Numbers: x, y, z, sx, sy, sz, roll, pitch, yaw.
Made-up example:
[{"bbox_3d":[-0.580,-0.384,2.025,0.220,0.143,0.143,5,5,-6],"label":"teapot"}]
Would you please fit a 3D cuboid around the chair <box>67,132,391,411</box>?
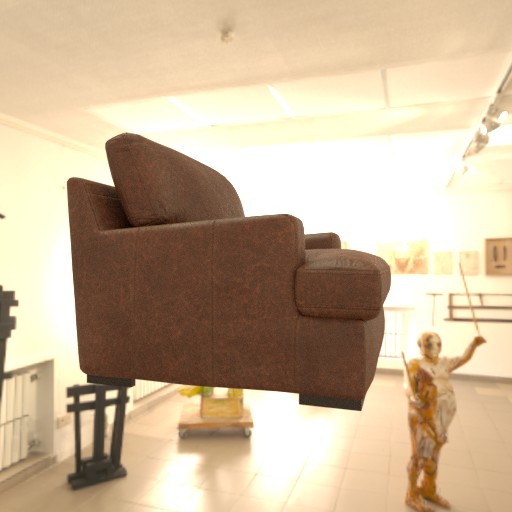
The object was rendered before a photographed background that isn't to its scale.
[{"bbox_3d":[0.000,0.000,1.986,1.143,0.939,1.168,0,-1,18],"label":"chair"}]
